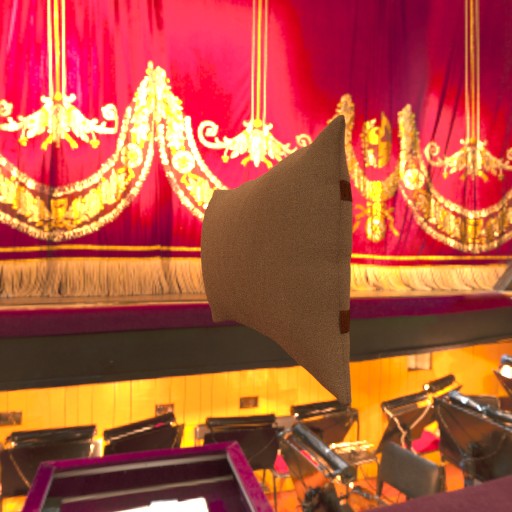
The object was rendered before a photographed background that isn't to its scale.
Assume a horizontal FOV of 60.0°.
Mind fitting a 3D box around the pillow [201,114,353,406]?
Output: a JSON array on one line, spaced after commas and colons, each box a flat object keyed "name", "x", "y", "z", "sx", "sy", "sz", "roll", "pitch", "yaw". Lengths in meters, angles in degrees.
[{"name": "pillow", "x": 0.000, "y": 0.000, "z": 0.744, "sx": 0.148, "sy": 0.308, "sz": 0.612, "roll": 0, "pitch": 0, "yaw": -18}]
